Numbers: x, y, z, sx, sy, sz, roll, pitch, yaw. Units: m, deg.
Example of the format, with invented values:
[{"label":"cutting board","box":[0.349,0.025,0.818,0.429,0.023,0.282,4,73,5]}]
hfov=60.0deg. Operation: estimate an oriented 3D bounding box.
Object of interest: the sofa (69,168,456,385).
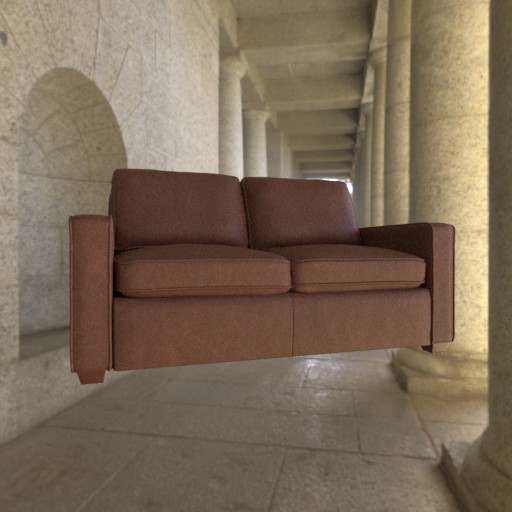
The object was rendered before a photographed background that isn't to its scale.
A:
[{"label":"sofa","box":[0.000,0.000,2.248,1.709,0.918,0.947,0,1,-19]}]
